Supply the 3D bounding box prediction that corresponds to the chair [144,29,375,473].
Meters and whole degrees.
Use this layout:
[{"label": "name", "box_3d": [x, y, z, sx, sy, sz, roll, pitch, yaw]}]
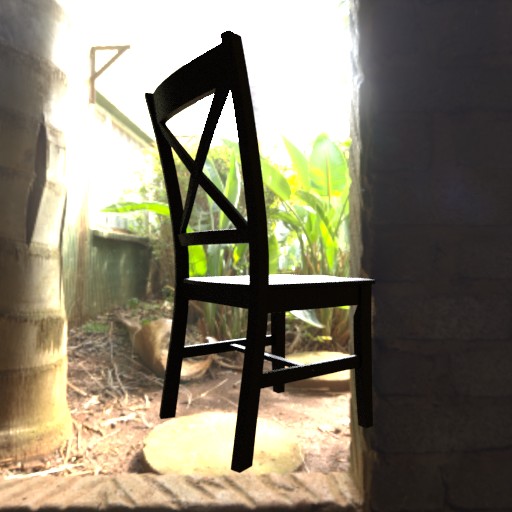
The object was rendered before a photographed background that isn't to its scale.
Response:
[{"label": "chair", "box_3d": [0.000, 0.000, 1.301, 0.542, 0.983, 0.485, 0, 0, -36]}]
